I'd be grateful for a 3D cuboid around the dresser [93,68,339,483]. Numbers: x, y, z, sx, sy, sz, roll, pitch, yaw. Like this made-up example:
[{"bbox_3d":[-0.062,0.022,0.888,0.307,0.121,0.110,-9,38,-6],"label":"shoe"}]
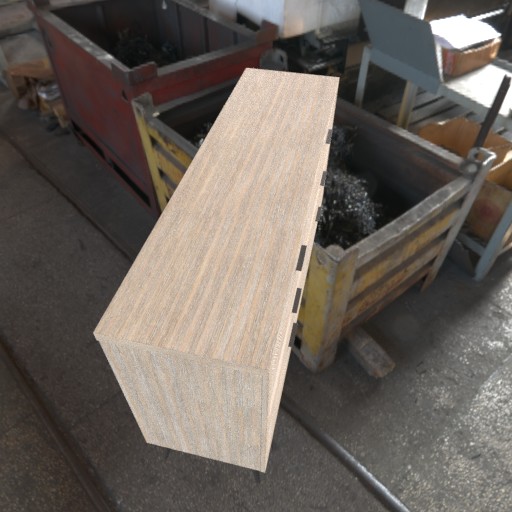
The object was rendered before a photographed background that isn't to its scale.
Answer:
[{"bbox_3d":[0.000,0.000,1.887,0.457,0.914,1.524,10,47,9],"label":"dresser"}]
